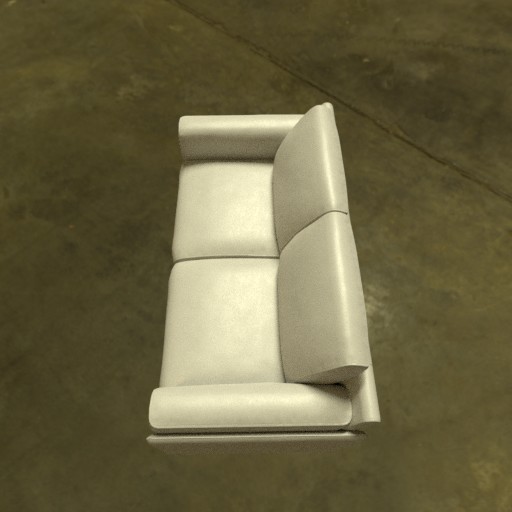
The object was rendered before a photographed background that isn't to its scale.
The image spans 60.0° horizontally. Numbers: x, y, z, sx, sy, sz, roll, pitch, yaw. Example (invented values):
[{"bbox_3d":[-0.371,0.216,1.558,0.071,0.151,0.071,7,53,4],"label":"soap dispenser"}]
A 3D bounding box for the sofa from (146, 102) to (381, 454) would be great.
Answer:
[{"bbox_3d":[0.000,0.000,2.630,1.049,0.930,2.101,-1,59,0],"label":"sofa"}]
